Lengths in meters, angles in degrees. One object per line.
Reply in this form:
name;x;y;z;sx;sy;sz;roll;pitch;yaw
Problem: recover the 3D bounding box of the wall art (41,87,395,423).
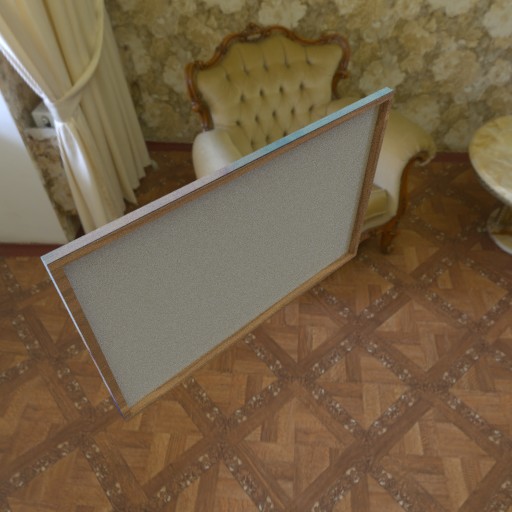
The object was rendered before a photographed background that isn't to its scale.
wall art;0.000;0.000;1.425;1.137;0.756;0.034;-32;54;-27
